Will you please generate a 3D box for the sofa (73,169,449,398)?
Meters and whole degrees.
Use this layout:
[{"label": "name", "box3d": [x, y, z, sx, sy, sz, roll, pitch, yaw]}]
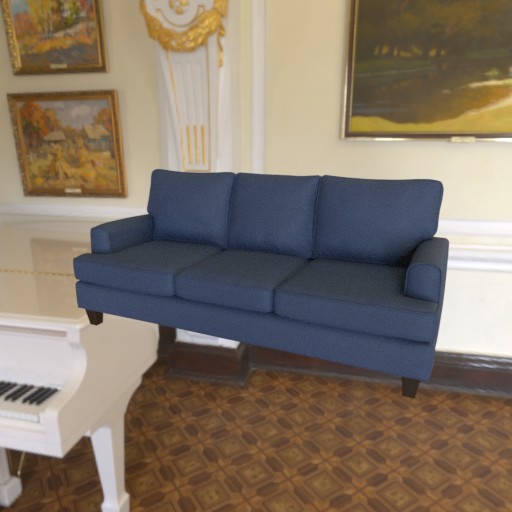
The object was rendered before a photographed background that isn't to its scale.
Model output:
[{"label": "sofa", "box3d": [0.000, 0.000, 2.727, 2.158, 0.965, 0.951, 7, 16, 24]}]
